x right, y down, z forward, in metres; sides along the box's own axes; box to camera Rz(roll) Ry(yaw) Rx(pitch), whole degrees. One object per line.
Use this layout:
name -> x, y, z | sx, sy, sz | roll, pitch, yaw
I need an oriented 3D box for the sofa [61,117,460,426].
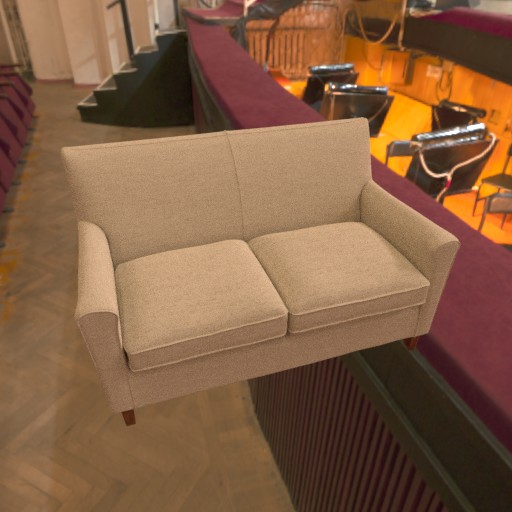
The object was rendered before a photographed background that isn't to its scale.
sofa -> 0.000, 0.000, 1.988 | 1.482, 0.892, 0.891 | -10, 34, -16
